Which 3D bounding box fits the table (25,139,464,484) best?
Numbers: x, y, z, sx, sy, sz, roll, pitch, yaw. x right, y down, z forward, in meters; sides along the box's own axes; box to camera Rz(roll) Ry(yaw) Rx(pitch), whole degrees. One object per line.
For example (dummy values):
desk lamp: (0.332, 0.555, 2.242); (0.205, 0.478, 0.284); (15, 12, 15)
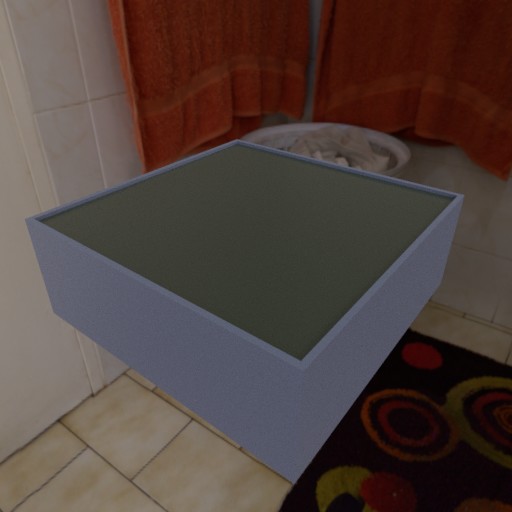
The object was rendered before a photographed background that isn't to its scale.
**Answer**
table: (0.000, 0.000, 1.214); (0.801, 0.299, 0.801); (22, 38, 31)
